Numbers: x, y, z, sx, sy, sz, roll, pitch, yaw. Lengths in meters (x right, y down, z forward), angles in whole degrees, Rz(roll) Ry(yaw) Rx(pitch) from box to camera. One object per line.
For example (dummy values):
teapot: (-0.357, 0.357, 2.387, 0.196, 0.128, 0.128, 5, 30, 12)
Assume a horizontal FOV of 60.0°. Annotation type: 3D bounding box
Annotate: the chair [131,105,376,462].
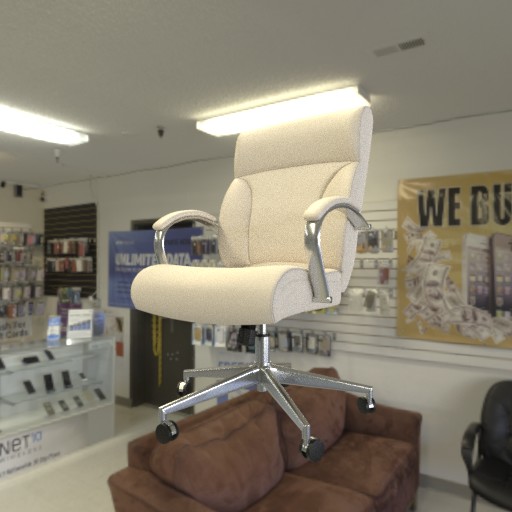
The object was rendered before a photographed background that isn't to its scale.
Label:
chair: (0.000, 0.000, 1.553, 0.727, 1.099, 0.745, 0, -1, 37)
